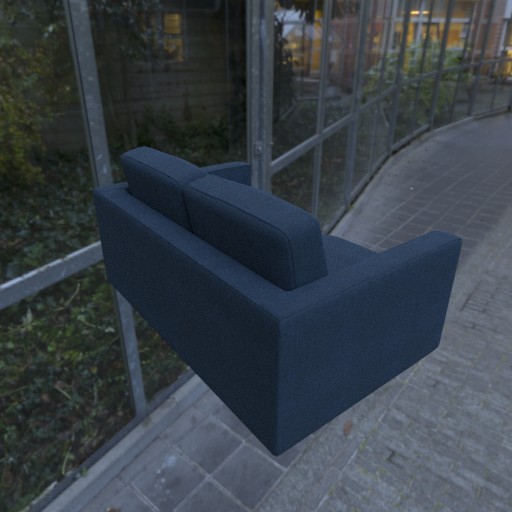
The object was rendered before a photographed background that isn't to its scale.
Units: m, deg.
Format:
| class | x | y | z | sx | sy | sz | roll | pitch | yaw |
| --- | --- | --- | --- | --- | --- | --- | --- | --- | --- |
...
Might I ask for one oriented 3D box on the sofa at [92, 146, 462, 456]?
| class | x | y | z | sx | sy | sz | roll | pitch | yaw |
| --- | --- | --- | --- | --- | --- | --- | --- | --- | --- |
| sofa | 0.000 | 0.000 | 2.146 | 0.999 | 0.930 | 1.518 | -19 | 32 | -33 |
